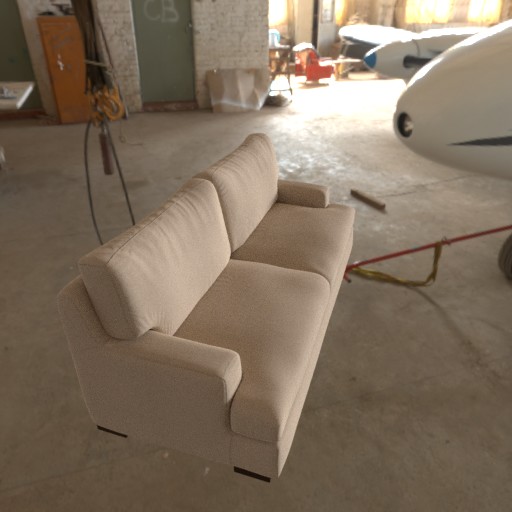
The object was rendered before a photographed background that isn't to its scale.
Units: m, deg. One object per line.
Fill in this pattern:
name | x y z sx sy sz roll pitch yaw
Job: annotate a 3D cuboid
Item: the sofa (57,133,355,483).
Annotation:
sofa | 0.000 0.000 2.589 0.929 0.925 2.147 9 31 16
